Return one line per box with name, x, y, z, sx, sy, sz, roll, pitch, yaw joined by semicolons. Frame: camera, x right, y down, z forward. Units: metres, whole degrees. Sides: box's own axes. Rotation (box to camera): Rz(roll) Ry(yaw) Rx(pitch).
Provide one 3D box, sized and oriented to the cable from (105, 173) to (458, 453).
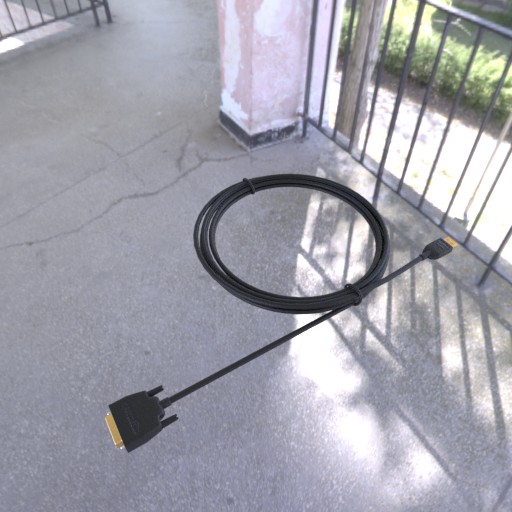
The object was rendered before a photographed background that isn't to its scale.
cable;0.000;0.000;0.512;0.422;0.030;0.257;-24;51;-21
